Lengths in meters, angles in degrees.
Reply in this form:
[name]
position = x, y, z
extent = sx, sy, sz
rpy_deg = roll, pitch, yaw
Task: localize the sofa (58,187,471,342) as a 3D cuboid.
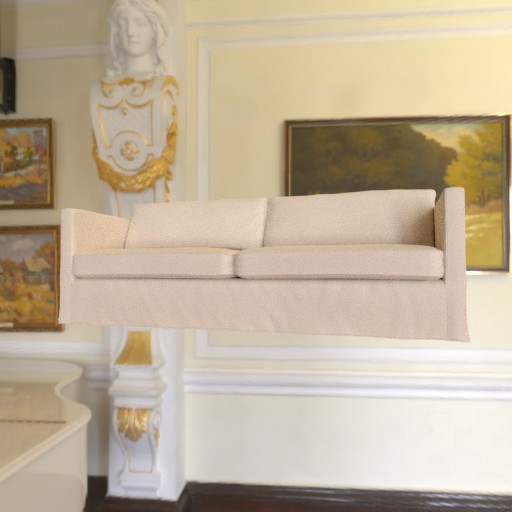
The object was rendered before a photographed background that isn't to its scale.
[sofa]
position = 0.000, 0.000, 3.306
extent = 2.779, 0.999, 1.036
rpy_deg = -1, -2, 18
